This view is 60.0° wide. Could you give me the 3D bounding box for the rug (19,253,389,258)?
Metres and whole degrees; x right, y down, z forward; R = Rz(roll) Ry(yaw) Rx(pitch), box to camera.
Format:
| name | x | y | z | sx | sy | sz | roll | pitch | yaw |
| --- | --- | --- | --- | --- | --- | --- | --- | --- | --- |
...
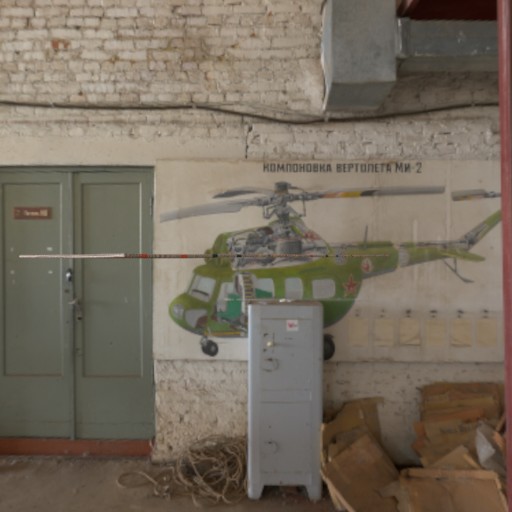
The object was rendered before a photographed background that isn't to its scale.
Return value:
| name | x | y | z | sx | sy | sz | roll | pitch | yaw |
| --- | --- | --- | --- | --- | --- | --- | --- | --- | --- |
| rug | 0.000 | 0.000 | 2.659 | 0.744 | 0.022 | 2.419 | 0 | 0 | 37 |
